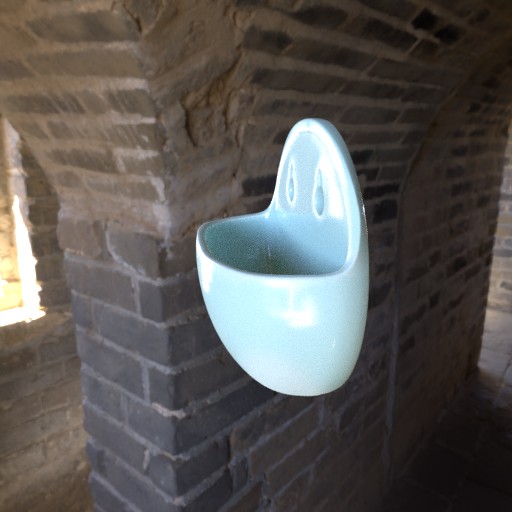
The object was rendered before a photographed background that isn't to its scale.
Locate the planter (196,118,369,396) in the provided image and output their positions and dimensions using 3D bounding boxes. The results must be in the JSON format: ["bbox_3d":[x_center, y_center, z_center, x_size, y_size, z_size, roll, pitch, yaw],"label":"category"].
[{"bbox_3d":[0.000,0.000,0.274,0.073,0.164,0.189,-2,14,-9],"label":"planter"}]
